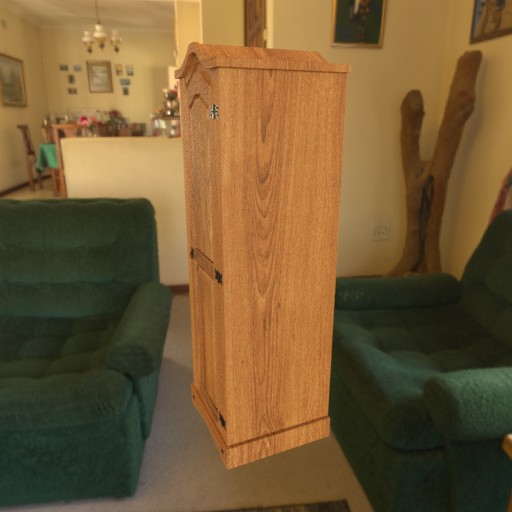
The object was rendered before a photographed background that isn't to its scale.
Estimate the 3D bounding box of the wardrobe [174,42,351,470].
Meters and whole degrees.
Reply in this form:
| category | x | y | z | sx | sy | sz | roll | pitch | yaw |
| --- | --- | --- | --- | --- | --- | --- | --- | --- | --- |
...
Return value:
| category | x | y | z | sx | sy | sz | roll | pitch | yaw |
| --- | --- | --- | --- | --- | --- | --- | --- | --- | --- |
| wardrobe | 0.000 | 0.000 | 2.173 | 0.570 | 1.870 | 0.590 | -8 | 19 | -23 |
